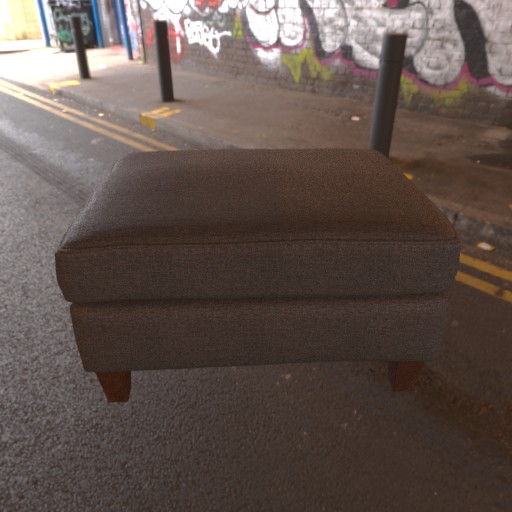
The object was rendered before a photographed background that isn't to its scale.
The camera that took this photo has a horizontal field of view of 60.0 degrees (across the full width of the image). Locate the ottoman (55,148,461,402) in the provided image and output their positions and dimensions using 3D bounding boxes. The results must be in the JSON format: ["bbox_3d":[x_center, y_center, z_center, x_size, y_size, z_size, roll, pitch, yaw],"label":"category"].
[{"bbox_3d":[0.000,0.000,1.206,0.826,0.496,0.639,-1,30,-2],"label":"ottoman"}]
